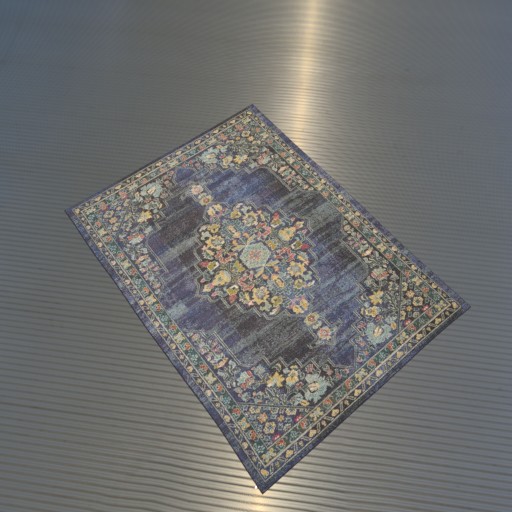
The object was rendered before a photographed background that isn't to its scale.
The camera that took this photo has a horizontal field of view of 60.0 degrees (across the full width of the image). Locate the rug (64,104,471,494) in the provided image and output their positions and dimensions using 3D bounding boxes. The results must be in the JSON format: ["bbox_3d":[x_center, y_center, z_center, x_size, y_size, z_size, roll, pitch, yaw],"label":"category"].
[{"bbox_3d":[0.000,0.000,4.755,2.716,0.035,3.612,-35,68,-17],"label":"rug"}]
